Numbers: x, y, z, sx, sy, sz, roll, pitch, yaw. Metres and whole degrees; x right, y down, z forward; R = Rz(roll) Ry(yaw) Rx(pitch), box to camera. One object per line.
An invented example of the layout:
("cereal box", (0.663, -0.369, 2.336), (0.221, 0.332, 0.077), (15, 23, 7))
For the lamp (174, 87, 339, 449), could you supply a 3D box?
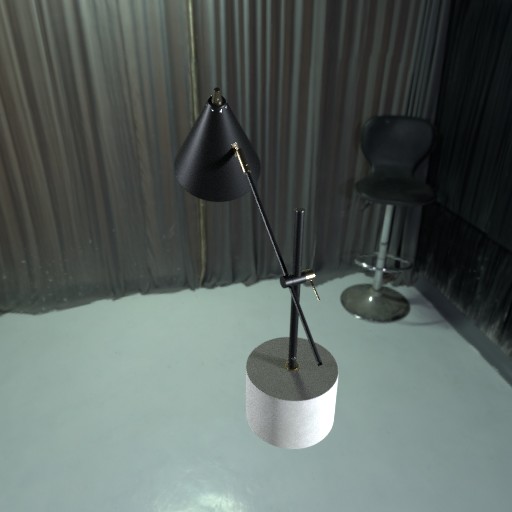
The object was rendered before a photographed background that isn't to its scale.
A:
("lamp", (0.000, 0.000, 0.733), (0.214, 0.518, 0.403), (-8, 29, -14))
